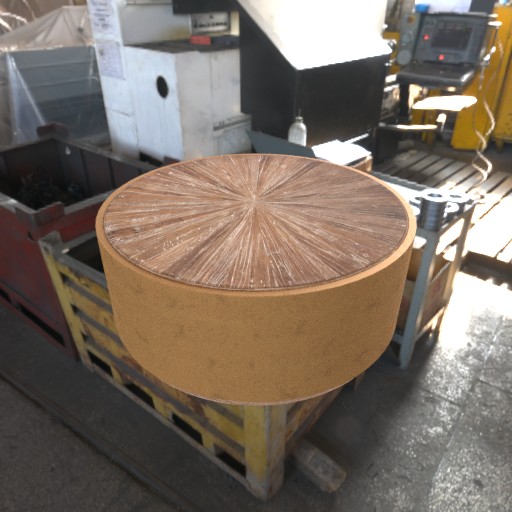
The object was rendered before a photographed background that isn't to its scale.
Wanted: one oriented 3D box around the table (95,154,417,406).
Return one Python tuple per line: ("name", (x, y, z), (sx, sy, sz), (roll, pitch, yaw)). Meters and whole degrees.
("table", (0.000, 0.000, 1.549), (1.001, 0.409, 1.001), (0, 32, 0))
